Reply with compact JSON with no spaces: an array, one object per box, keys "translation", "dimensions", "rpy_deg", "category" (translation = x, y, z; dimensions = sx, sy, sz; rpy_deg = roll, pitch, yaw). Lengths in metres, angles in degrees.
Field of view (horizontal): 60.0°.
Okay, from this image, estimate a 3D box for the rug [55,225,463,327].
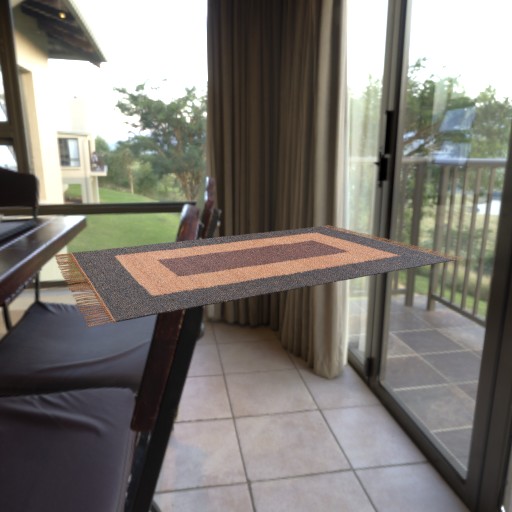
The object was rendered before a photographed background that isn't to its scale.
[{"translation":[0.000,0.000,1.920],"dimensions":[1.541,0.013,0.920],"rpy_deg":[-8,16,-28],"category":"rug"}]
